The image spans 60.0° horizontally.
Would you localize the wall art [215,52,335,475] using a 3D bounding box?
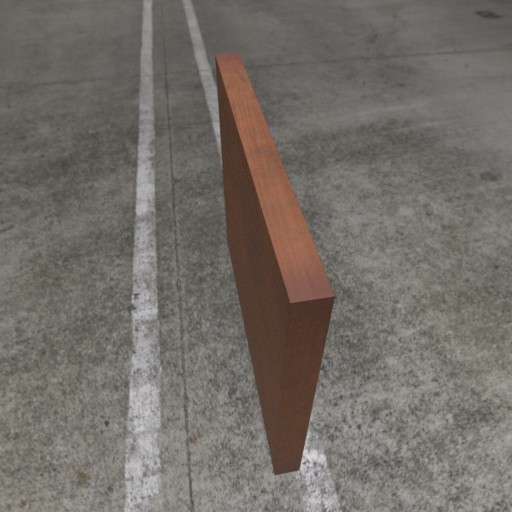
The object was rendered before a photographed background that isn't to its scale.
[{"bbox_3d":[0.000,0.000,0.541,0.030,0.328,0.401,-8,47,-7],"label":"wall art"}]
